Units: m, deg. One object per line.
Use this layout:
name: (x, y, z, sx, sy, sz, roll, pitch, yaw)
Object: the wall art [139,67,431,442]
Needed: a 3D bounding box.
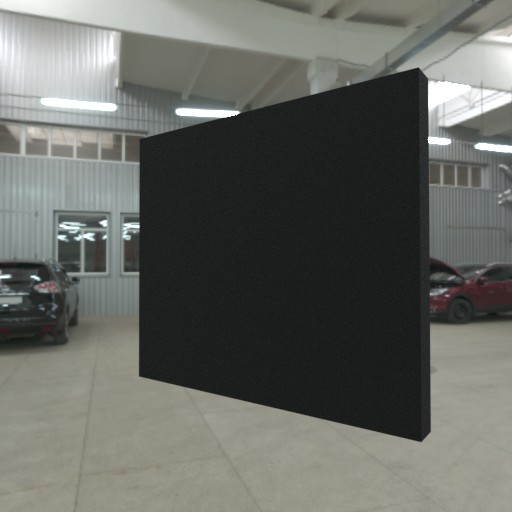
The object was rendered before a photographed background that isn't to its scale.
wall art: (0.000, 0.000, 0.515, 0.381, 0.330, 0.031, -1, -1, 36)
